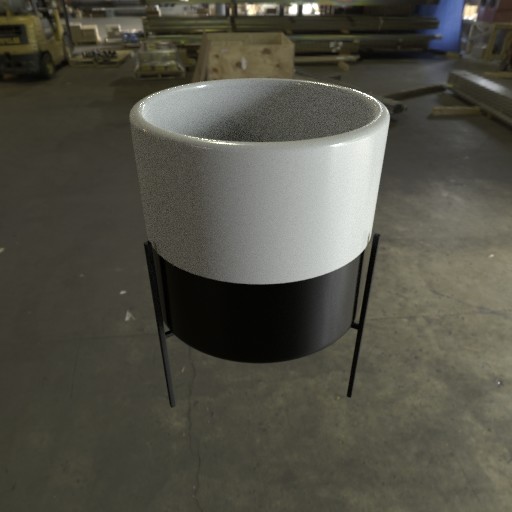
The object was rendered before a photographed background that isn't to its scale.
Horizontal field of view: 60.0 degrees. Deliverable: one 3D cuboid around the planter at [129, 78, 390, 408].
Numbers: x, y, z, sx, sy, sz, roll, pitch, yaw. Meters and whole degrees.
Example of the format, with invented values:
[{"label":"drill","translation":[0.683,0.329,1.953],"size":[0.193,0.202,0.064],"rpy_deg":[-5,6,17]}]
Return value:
[{"label":"planter","translation":[0.000,0.000,0.642],"size":[0.310,0.432,0.310],"rpy_deg":[-11,35,-16]}]
